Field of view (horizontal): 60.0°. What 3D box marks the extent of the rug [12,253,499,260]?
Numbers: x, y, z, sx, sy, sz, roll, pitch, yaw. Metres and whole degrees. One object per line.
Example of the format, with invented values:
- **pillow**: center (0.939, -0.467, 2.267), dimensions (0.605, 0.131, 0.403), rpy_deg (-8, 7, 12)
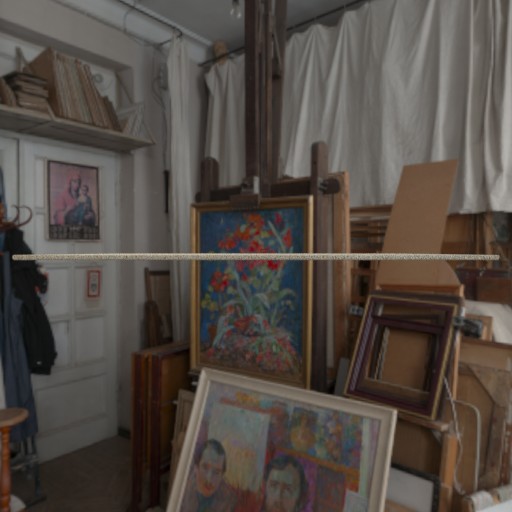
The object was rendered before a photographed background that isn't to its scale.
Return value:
- **rug**: center (0.000, 0.000, 2.885), dimensions (2.346, 0.025, 1.500), rpy_deg (0, 1, 1)
